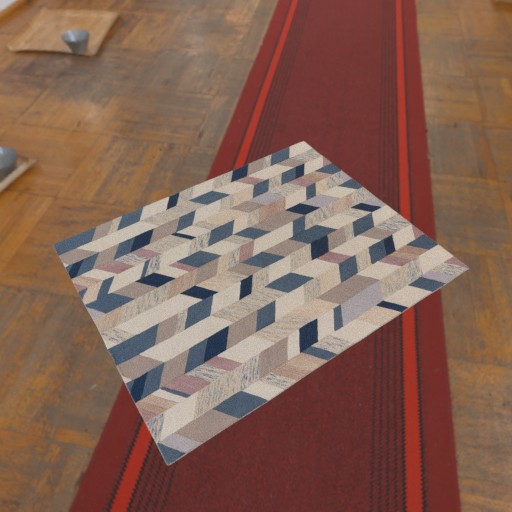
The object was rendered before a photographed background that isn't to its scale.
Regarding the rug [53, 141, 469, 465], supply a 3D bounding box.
[{"bbox_3d":[0.000,0.000,4.164,3.072,0.011,2.451,-27,54,-22],"label":"rug"}]
